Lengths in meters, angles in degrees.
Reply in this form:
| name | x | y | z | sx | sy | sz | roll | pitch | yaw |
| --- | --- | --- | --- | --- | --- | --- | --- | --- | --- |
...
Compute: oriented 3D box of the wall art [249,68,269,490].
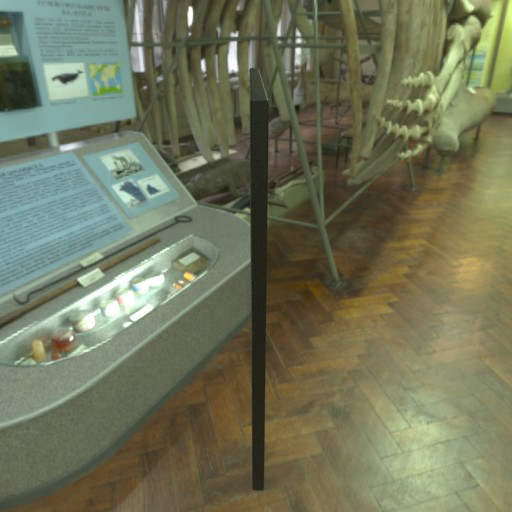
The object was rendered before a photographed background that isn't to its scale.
| name | x | y | z | sx | sy | sz | roll | pitch | yaw |
| --- | --- | --- | --- | --- | --- | --- | --- | --- | --- |
| wall art | 0.000 | 0.000 | 0.780 | 0.018 | 0.582 | 0.481 | 0 | 26 | -1 |
